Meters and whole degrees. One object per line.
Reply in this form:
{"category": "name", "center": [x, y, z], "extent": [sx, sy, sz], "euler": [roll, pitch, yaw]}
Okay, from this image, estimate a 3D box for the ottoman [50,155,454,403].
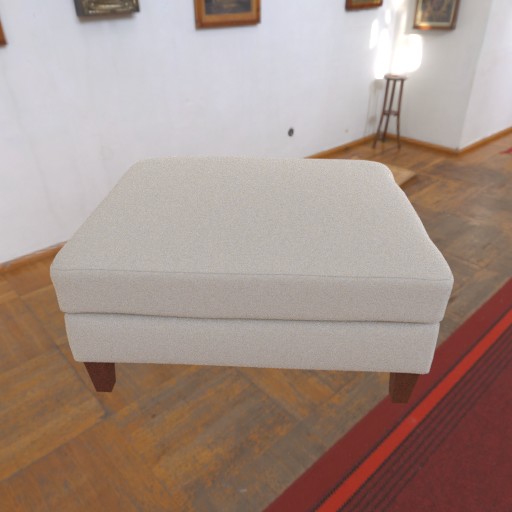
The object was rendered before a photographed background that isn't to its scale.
{"category": "ottoman", "center": [0.000, 0.000, 1.477], "extent": [0.976, 0.492, 0.836], "euler": [1, 31, 2]}
